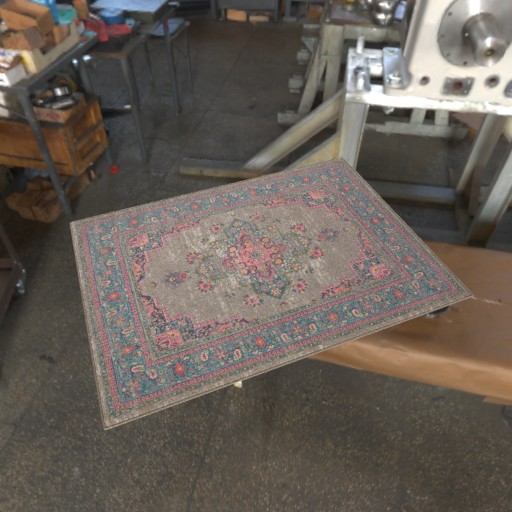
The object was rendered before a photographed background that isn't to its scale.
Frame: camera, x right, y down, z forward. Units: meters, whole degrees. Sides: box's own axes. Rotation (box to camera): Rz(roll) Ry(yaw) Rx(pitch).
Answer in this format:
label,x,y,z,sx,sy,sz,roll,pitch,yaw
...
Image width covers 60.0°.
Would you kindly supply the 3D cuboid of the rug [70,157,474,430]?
label,x,y,z,sx,sy,sz,roll,pitch,yaw
rug,0.000,0.000,2.922,2.214,0.013,1.609,-16,48,-15
